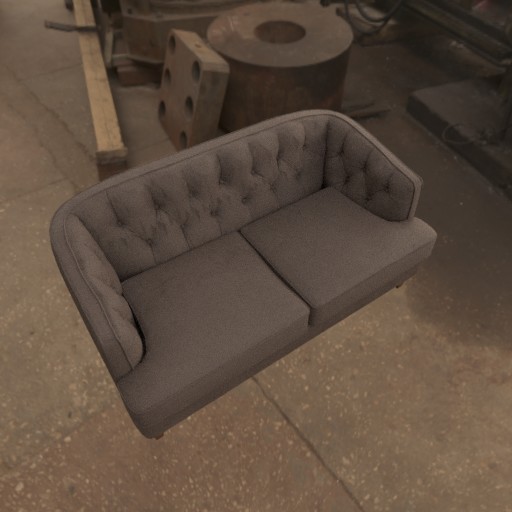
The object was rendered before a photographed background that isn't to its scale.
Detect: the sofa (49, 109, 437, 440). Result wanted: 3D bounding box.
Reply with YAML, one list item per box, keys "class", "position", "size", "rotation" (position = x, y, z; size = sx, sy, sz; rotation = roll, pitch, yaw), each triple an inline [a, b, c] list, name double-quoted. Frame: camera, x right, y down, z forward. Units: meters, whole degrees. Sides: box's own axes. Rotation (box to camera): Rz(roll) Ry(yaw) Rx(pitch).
- class: "sofa"
  position: [0.000, 0.000, 2.251]
  size: [1.733, 0.855, 0.941]
  rotation: [-27, 52, -23]
